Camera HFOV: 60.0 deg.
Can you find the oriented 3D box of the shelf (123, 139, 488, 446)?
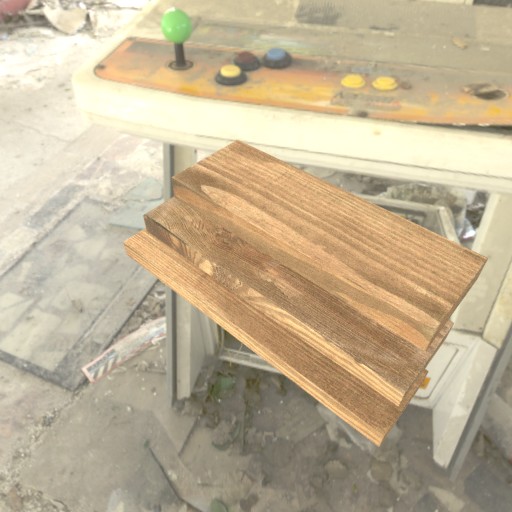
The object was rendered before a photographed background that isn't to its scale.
[{"bbox_3d":[0.000,0.000,0.732,0.610,0.293,0.140,32,53,28],"label":"shelf"}]
